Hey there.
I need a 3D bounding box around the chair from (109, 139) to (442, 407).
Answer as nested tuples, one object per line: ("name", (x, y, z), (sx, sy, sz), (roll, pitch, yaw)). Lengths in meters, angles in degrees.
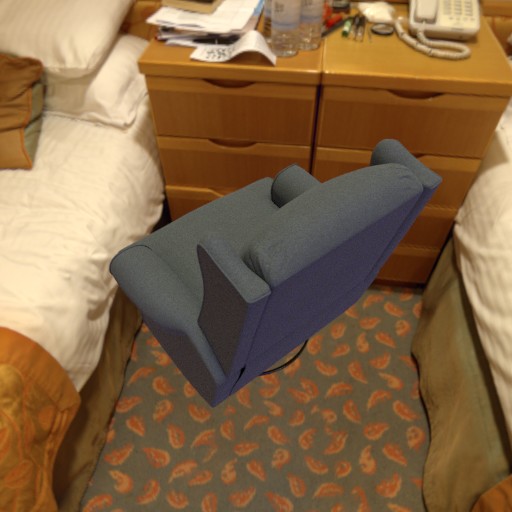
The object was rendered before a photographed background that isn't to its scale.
("chair", (0.000, 0.000, 1.731), (0.971, 1.020, 0.877), (-30, 54, -25))
